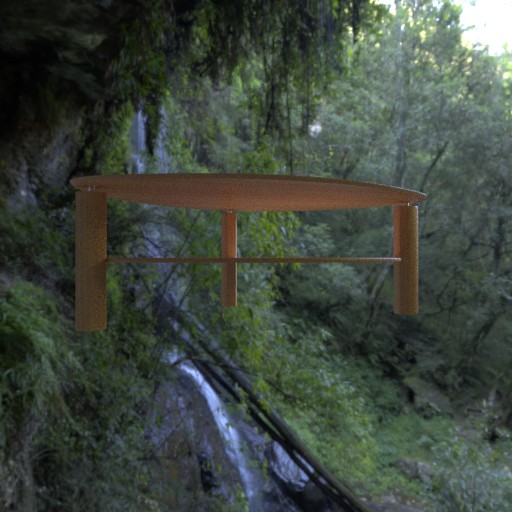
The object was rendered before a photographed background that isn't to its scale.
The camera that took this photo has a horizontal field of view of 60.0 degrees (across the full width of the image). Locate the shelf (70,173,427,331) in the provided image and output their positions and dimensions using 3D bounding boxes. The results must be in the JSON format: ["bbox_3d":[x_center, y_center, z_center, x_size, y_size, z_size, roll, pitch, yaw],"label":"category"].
[{"bbox_3d":[0.000,0.000,1.624,1.246,0.440,0.845,0,0,-19],"label":"shelf"}]
